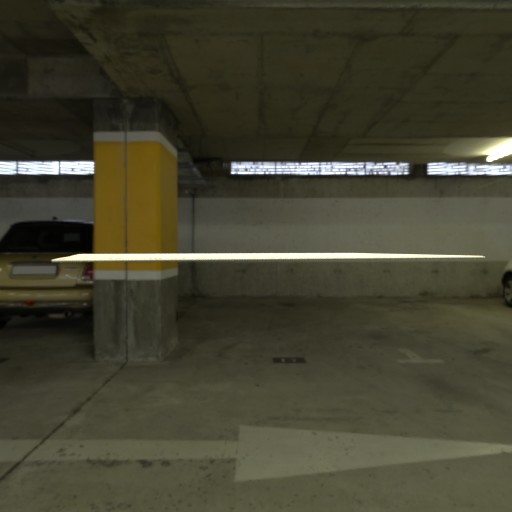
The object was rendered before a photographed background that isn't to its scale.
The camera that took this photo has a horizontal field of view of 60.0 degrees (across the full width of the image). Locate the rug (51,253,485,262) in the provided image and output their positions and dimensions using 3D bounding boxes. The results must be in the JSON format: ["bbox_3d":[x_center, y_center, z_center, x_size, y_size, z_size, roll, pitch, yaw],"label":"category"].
[{"bbox_3d":[0.000,0.000,3.503,2.746,0.018,1.819,0,1,-18],"label":"rug"}]
